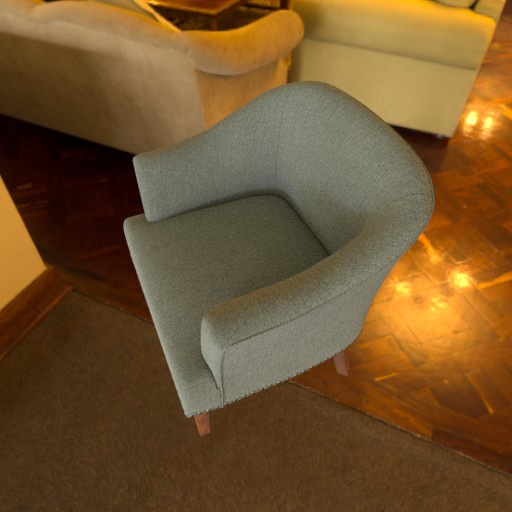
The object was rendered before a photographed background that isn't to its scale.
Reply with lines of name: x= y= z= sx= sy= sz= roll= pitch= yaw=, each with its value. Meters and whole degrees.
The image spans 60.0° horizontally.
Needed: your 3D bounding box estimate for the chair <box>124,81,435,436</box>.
chair: x=0.000 y=0.000 z=1.379 sx=0.704 sy=0.815 sz=0.798 roll=-17 pitch=48 yaw=-16
